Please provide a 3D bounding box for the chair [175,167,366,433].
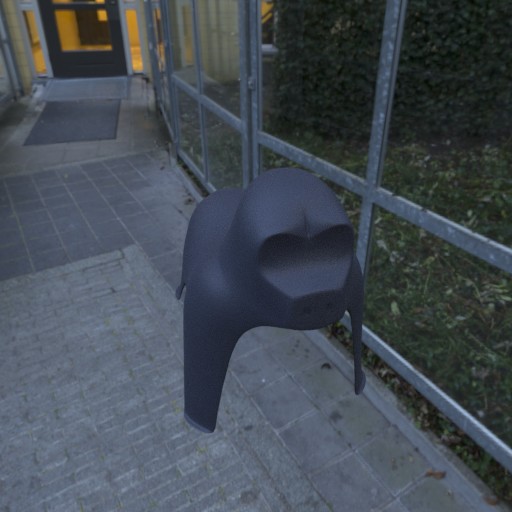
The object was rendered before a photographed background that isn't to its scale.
[{"bbox_3d":[0.000,0.000,1.151,0.490,0.600,0.758,-9,32,-15],"label":"chair"}]
